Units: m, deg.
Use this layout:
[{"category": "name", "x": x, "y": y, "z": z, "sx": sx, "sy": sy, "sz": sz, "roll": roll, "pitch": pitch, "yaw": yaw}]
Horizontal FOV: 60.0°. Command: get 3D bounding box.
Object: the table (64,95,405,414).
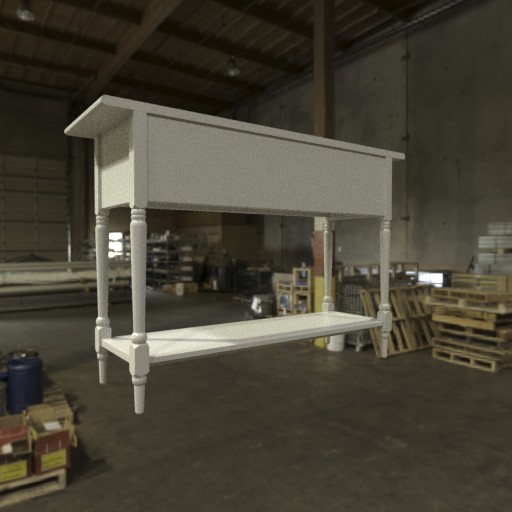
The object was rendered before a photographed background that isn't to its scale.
[{"category": "table", "x": 0.000, "y": 0.000, "z": 1.586, "sx": 1.197, "sy": 0.808, "sz": 0.384, "roll": -1, "pitch": 2, "yaw": -36}]
